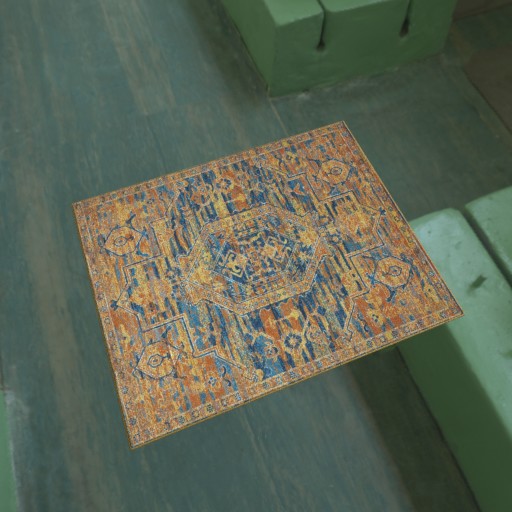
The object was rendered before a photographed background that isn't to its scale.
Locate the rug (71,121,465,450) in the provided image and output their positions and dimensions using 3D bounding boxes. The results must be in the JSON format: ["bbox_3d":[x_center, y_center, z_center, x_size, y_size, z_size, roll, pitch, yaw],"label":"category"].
[{"bbox_3d":[0.000,0.000,4.185,3.040,0.031,2.435,-19,65,-9],"label":"rug"}]
